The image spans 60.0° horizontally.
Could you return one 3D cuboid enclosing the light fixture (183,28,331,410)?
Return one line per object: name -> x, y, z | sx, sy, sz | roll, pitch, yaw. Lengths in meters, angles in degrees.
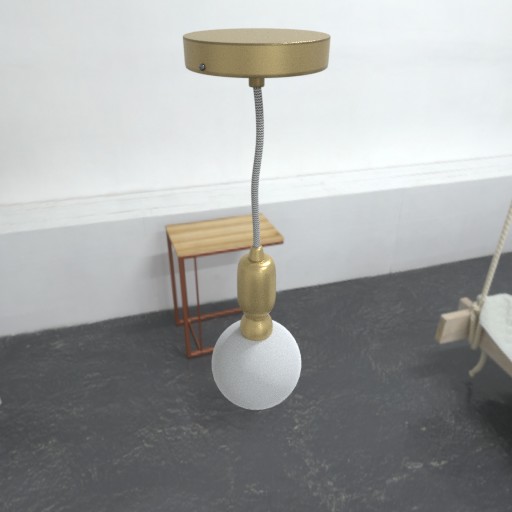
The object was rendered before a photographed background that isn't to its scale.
light fixture -> 0.000, 0.000, 0.568 | 0.147, 0.510, 0.146 | -22, 38, -31
